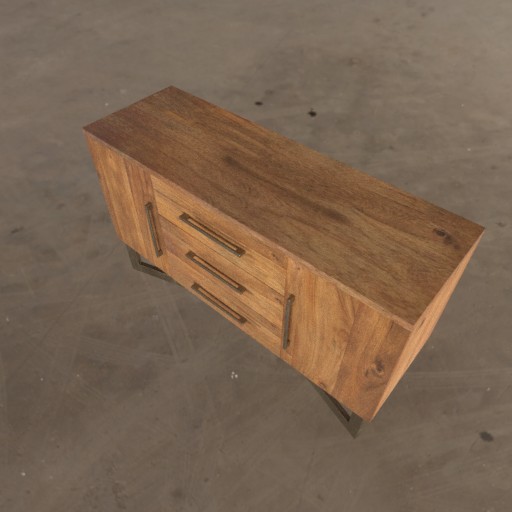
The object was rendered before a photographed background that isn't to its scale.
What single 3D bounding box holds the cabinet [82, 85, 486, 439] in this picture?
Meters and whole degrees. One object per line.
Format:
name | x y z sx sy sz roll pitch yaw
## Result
cabinet | 0.000 0.000 1.782 1.373 0.812 0.480 32 55 26
